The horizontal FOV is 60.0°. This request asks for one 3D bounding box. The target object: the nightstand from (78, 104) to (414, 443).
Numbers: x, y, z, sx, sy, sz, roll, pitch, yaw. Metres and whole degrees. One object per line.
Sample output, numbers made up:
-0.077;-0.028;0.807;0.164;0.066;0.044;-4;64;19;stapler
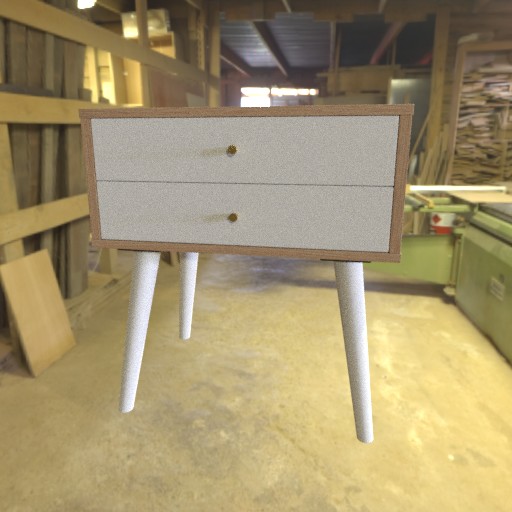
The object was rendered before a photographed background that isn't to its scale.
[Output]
0.000;0.000;0.992;0.571;0.610;0.407;3;15;11;nightstand
